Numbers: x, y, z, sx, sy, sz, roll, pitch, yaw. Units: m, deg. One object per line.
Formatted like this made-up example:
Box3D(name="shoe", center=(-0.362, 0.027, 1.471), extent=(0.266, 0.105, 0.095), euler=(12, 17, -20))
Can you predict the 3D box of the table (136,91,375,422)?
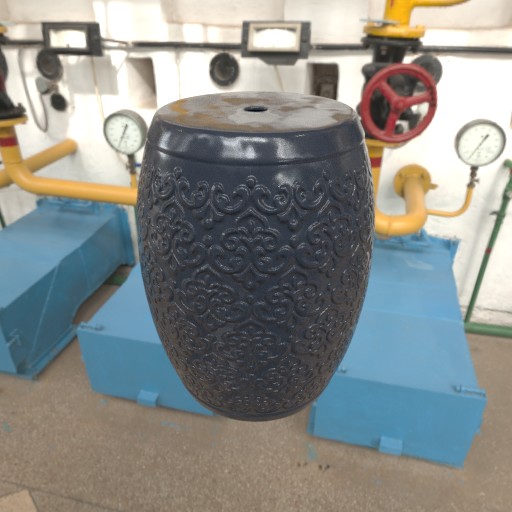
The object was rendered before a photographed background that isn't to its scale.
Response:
Box3D(name="table", center=(0.000, 0.000, 0.612), extent=(0.309, 0.397, 0.309), euler=(0, 30, 0))
